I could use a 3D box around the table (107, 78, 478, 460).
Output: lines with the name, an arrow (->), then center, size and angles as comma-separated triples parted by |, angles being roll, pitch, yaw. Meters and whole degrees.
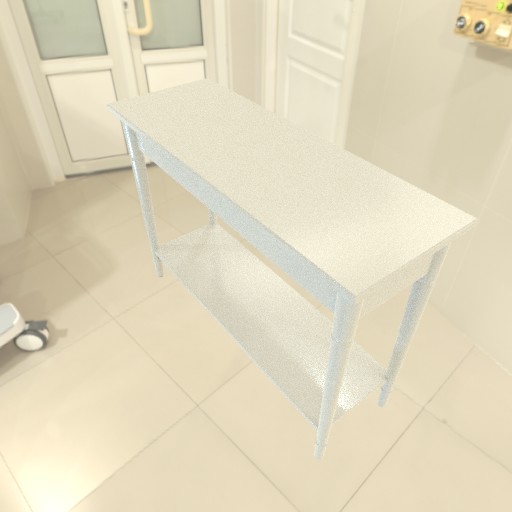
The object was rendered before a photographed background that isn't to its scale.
table -> 0.000, 0.000, 1.423 | 0.381, 0.749, 1.067 | -27, 48, -27
